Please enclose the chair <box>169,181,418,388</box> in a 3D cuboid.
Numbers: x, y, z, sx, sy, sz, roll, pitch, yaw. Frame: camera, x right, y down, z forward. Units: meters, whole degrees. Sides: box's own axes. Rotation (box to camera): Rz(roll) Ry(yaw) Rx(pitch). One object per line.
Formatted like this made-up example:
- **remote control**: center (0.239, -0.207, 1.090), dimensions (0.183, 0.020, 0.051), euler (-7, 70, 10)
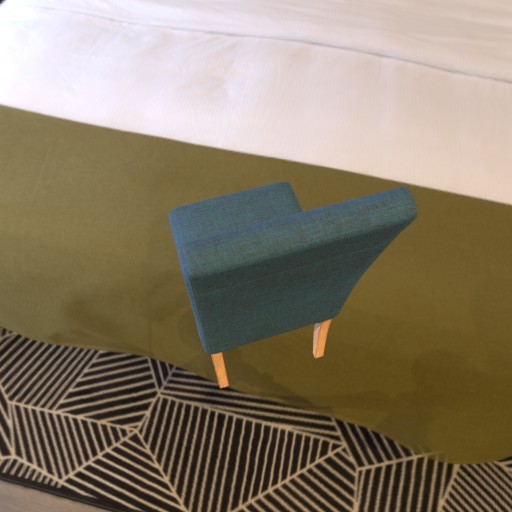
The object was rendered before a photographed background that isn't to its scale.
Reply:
- **chair**: center (0.000, 0.000, 1.338), dimensions (0.450, 1.029, 0.610), euler (-15, 59, -9)
